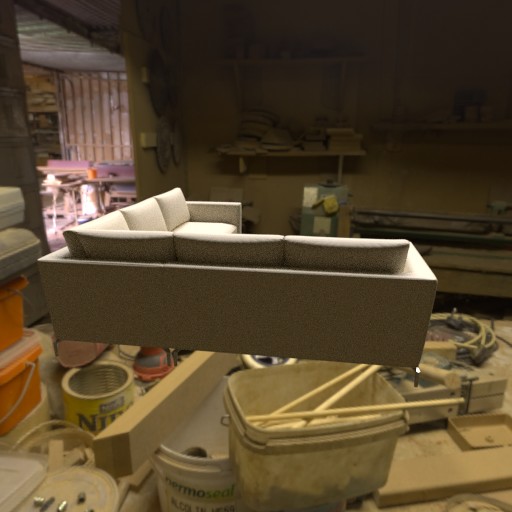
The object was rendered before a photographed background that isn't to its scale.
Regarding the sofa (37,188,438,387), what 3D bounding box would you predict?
[{"bbox_3d":[0.000,0.000,3.817,2.430,0.867,2.448,3,16,9],"label":"sofa"}]
